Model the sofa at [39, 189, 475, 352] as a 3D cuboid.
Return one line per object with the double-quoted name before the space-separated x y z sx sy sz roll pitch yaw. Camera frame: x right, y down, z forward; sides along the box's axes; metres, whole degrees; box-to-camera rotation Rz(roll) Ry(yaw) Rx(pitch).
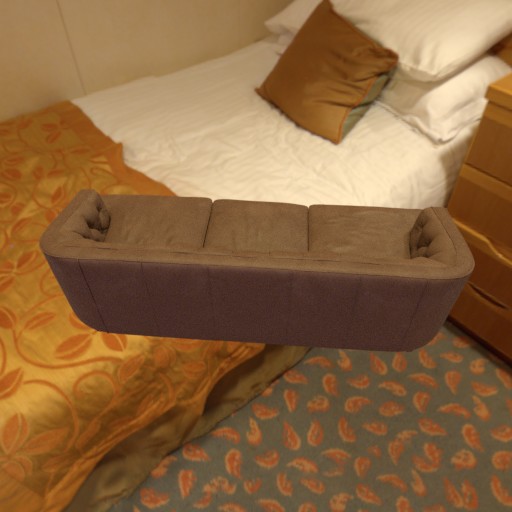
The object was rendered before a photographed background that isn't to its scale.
"sofa" 0.000 0.000 2.675 2.227 0.787 0.927 3 46 3
